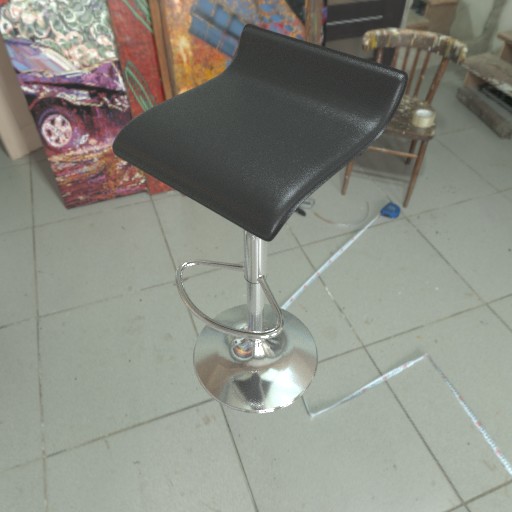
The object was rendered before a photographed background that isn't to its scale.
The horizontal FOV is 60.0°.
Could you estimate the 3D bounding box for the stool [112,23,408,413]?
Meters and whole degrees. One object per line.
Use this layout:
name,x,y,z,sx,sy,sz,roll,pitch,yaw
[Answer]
stool,0.000,0.000,1.044,0.381,0.851,0.381,31,53,26
